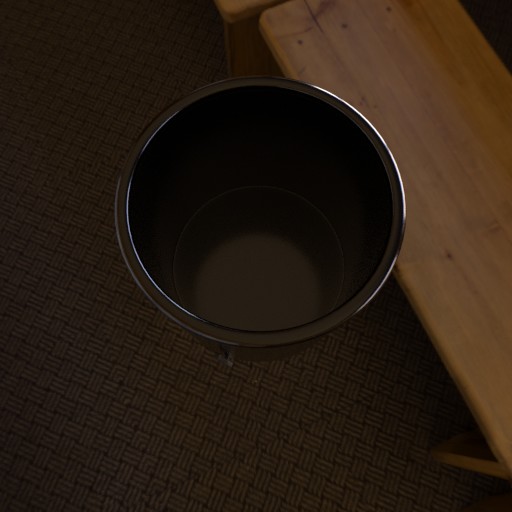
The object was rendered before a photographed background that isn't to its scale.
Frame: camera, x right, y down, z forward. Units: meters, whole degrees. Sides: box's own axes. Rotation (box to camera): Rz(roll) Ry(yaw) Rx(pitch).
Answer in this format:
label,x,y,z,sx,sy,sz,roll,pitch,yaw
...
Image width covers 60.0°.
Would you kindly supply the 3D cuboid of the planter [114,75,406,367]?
label,x,y,z,sx,sy,sz,roll,pitch,yaw
planter,0.000,0.000,0.659,0.310,0.432,0.310,33,77,9
